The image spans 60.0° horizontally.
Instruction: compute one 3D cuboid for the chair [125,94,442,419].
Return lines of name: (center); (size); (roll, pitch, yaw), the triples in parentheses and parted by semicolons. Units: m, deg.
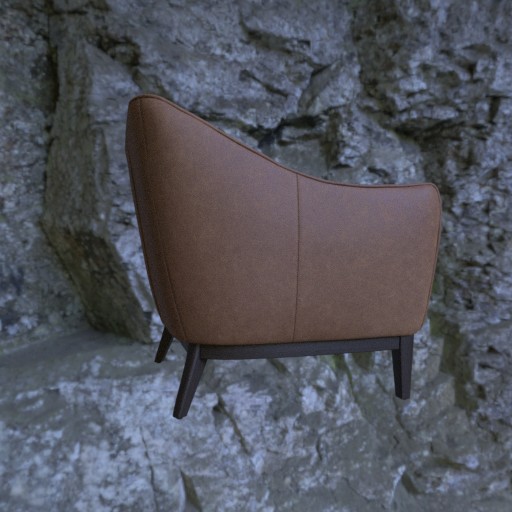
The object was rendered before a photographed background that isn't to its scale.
chair: (0.000, 0.000, 1.511); (0.852, 0.830, 0.871); (0, 1, -17)
